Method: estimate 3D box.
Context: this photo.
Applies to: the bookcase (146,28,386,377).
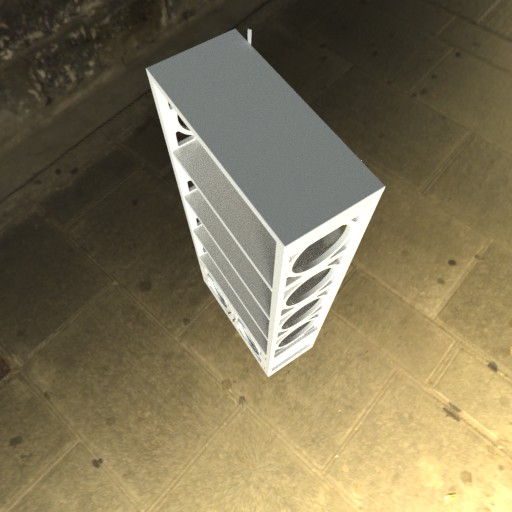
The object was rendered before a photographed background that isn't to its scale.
[{"bbox_3d":[0.000,0.000,2.100,0.361,1.869,0.761,-31,68,-14],"label":"bookcase"}]
